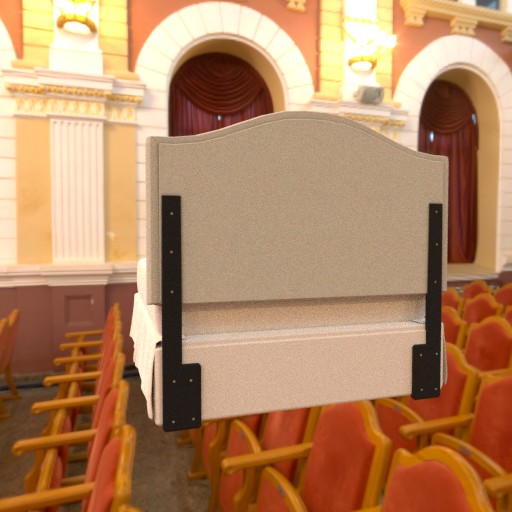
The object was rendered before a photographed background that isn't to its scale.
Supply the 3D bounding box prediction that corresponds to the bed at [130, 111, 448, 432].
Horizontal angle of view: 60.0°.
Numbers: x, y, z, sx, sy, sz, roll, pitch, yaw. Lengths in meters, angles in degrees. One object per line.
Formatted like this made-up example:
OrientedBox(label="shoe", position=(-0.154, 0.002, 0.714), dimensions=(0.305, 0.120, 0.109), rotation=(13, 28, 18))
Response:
OrientedBox(label="bed", position=(0.000, 0.000, 3.380), dimensions=(1.813, 1.607, 2.180), rotation=(-1, 2, -18))
